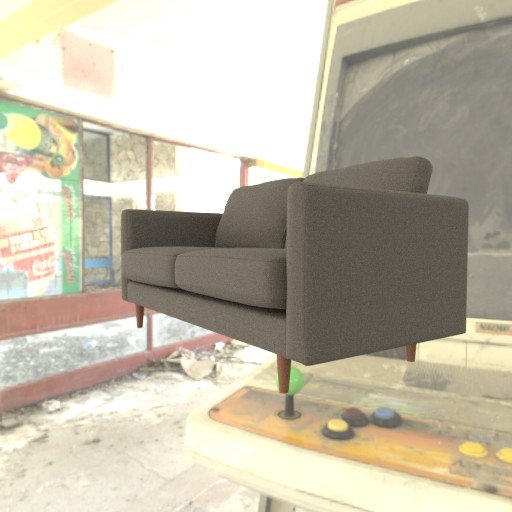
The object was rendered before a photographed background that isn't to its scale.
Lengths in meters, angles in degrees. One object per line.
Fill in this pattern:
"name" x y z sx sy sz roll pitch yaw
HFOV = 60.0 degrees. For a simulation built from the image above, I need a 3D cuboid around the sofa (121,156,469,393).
"sofa" 0.000 0.000 2.235 0.940 0.866 1.713 -1 2 -35
